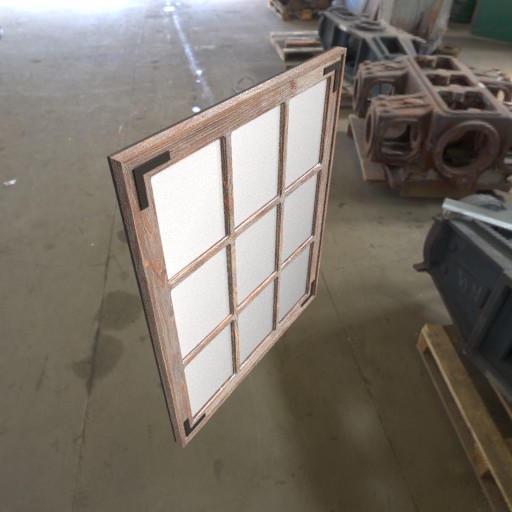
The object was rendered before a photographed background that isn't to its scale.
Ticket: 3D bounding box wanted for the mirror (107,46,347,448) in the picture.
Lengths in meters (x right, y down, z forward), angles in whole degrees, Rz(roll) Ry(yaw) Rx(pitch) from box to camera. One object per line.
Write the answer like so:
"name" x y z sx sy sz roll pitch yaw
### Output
"mirror" 0.000 0.000 1.178 0.032 0.882 0.730 25 46 27
